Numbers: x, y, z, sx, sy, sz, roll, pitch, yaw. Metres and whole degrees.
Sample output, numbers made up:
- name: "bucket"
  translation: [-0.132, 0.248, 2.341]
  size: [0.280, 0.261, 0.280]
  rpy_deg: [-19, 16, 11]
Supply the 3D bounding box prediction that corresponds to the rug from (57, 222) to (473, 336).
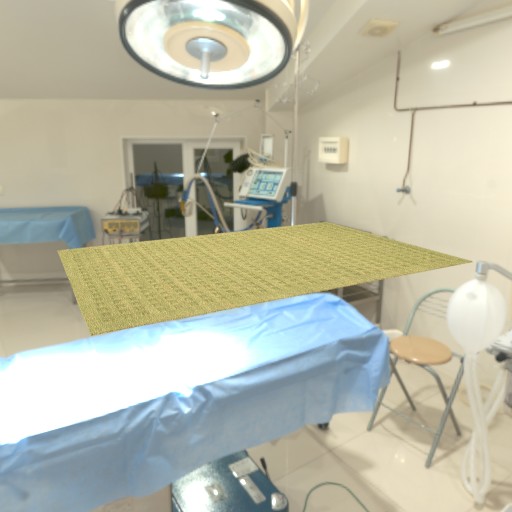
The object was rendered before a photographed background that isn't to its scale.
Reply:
- name: "rug"
  translation: [0.000, 0.000, 2.925]
  size: [2.297, 0.007, 1.529]
  rpy_deg: [-8, 17, -27]
